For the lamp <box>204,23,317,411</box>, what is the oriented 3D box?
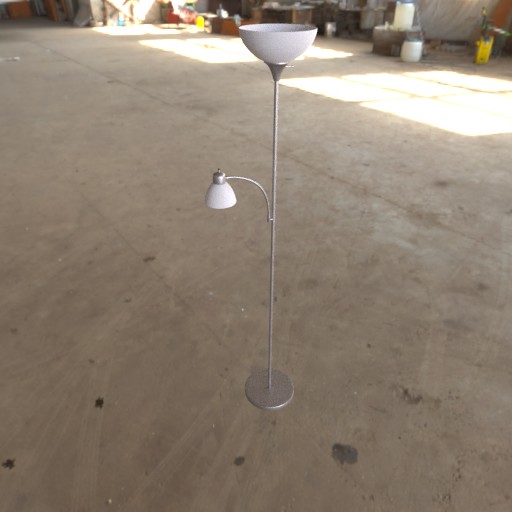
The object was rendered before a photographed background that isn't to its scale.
[{"bbox_3d":[0.000,0.000,1.965,0.425,1.804,0.279,-9,34,-14],"label":"lamp"}]
